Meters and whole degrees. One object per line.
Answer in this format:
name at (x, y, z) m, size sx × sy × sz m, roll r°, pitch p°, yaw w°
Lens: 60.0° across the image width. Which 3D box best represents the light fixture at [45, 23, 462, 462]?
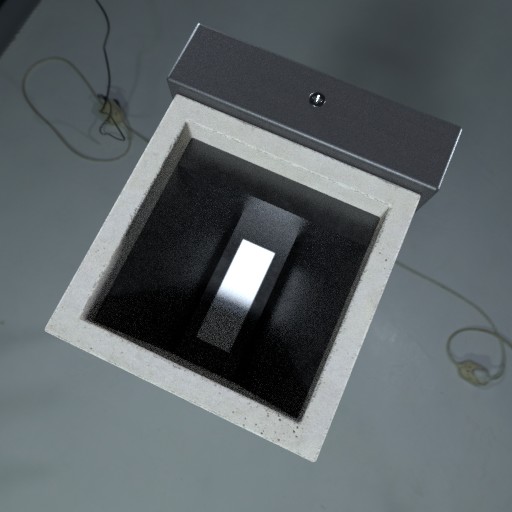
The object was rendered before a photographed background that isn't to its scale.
light fixture at (0.000, 0.000, 0.229) m, size 0.121 × 0.121 × 0.143 m, roll 24°, pitch 78°, yaw 5°
